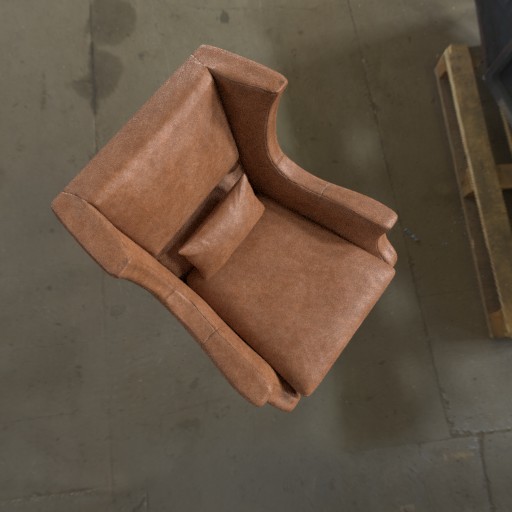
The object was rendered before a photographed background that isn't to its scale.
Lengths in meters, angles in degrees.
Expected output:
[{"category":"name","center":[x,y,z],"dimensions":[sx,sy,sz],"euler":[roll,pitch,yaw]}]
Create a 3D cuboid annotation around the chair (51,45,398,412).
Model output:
[{"category":"chair","center":[0.000,0.000,1.665],"dimensions":[0.926,1.016,0.853],"euler":[36,78,9]}]
